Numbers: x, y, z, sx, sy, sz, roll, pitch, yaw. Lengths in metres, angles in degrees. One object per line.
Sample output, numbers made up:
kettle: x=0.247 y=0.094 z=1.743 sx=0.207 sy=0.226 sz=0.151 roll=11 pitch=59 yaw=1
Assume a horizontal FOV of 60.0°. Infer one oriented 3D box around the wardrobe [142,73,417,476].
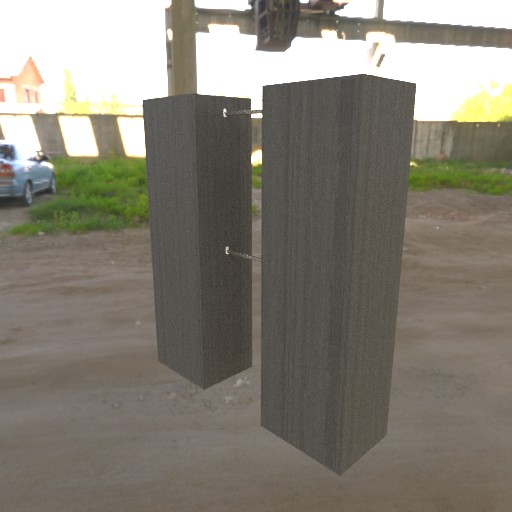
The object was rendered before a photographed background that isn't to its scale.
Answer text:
wardrobe: x=0.000 y=0.000 z=2.878 sx=0.480 sy=2.000 sz=1.770 roll=-14 pitch=20 yaw=-43
